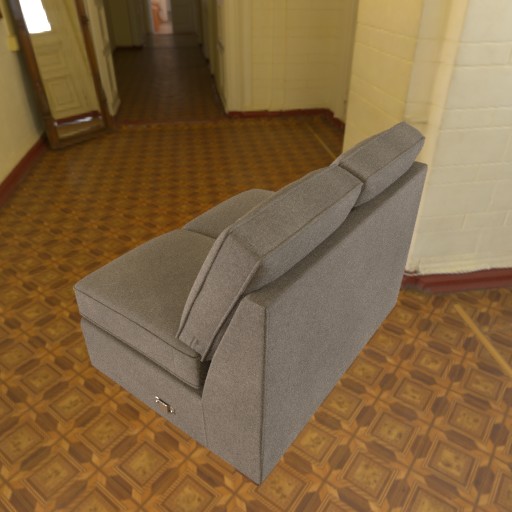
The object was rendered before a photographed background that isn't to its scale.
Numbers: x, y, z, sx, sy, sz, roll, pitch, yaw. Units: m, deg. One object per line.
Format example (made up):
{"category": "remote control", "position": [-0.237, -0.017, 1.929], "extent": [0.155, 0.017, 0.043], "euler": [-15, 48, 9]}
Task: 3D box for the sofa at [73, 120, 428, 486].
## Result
{"category": "sofa", "position": [0.000, 0.000, 1.905], "extent": [0.951, 1.008, 1.237], "euler": [22, 38, 30]}
